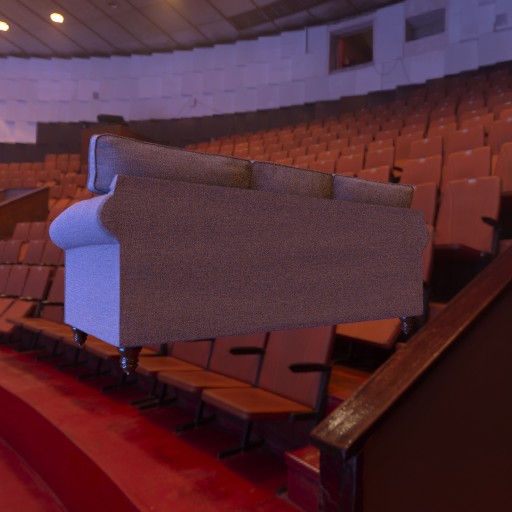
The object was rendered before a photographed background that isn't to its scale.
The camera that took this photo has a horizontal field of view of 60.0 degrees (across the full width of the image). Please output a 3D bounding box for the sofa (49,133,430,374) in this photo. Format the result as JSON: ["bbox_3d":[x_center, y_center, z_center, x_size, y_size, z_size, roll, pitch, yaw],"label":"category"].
[{"bbox_3d":[0.000,0.000,2.571,2.084,0.961,0.916,1,-1,-35],"label":"sofa"}]
